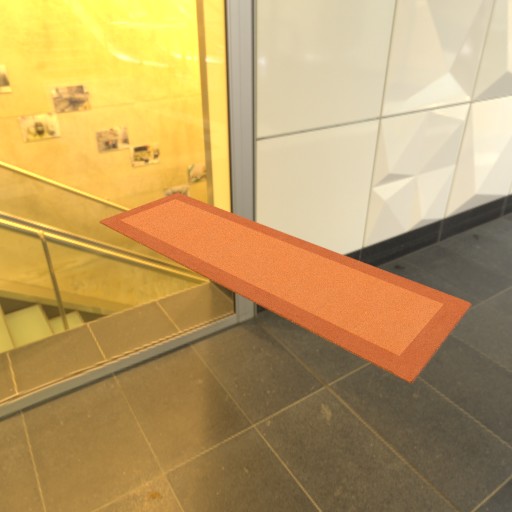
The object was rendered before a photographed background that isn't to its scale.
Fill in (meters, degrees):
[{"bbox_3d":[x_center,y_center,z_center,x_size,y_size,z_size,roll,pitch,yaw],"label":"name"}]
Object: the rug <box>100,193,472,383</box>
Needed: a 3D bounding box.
[{"bbox_3d":[0.000,0.000,2.826,2.471,0.013,0.914,21,36,32],"label":"rug"}]
